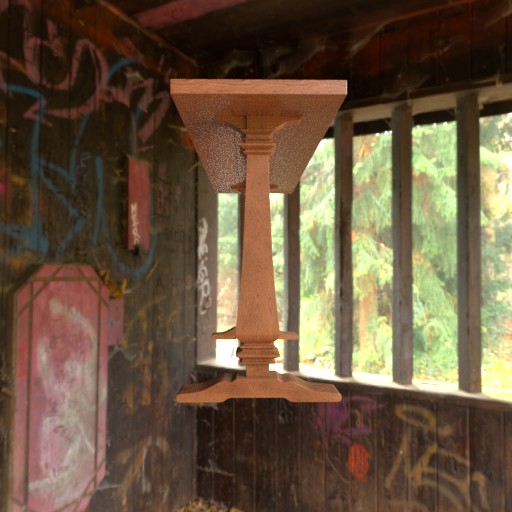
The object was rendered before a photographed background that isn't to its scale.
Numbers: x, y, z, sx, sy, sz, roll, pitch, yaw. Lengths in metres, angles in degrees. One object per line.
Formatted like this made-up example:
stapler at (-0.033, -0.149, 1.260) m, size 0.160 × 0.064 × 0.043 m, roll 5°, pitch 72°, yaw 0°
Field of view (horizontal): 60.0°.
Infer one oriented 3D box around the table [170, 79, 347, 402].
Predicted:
table at (0.000, 0.000, 1.850) m, size 0.461 × 0.852 × 1.478 m, roll 0°, pitch -2°, yaw -1°
